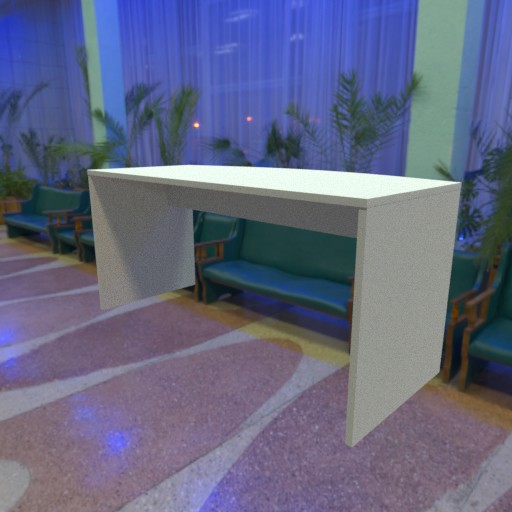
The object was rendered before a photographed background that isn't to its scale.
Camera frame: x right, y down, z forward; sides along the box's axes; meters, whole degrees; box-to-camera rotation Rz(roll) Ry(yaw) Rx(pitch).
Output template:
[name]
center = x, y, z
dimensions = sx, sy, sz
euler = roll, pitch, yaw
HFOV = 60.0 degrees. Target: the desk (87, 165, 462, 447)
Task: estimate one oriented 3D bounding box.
[desk]
center = 0.000, 0.000, 2.058
dimensions = 1.600, 0.750, 0.802
euler = 14, 20, 43
